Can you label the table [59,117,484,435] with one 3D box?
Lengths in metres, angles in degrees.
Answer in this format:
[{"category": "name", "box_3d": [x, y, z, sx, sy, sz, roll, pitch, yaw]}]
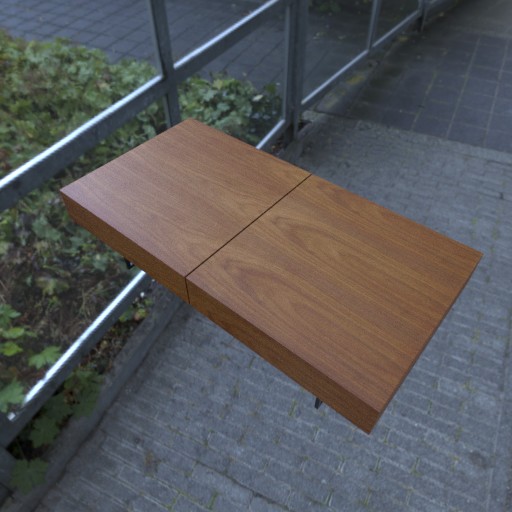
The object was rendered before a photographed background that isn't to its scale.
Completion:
[{"category": "table", "box_3d": [0.000, 0.000, 1.493, 1.194, 0.330, 0.610, 31, 54, 26]}]
